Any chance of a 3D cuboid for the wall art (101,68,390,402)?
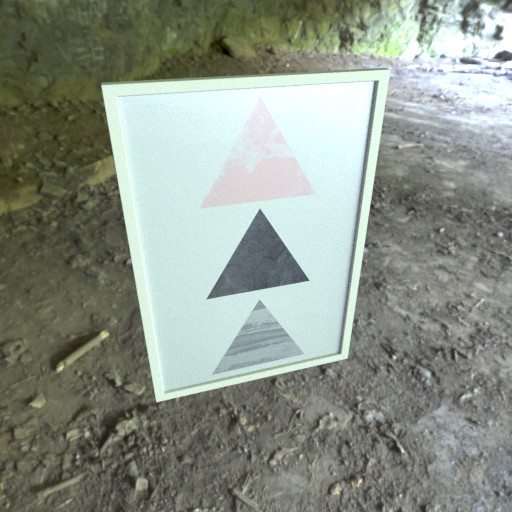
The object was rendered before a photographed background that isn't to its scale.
[{"bbox_3d":[0.000,0.000,0.566,0.303,0.433,0.013,-9,33,-14],"label":"wall art"}]
